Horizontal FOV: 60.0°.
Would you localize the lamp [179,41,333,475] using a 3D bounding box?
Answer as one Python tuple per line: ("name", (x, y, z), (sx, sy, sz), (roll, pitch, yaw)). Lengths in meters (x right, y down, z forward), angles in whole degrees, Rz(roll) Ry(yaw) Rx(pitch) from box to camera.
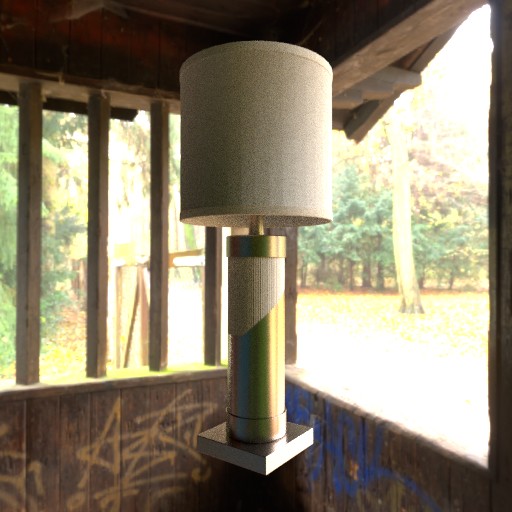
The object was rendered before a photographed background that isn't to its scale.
("lamp", (0.000, 0.000, 0.592), (0.202, 0.509, 0.202), (0, -1, 36))
